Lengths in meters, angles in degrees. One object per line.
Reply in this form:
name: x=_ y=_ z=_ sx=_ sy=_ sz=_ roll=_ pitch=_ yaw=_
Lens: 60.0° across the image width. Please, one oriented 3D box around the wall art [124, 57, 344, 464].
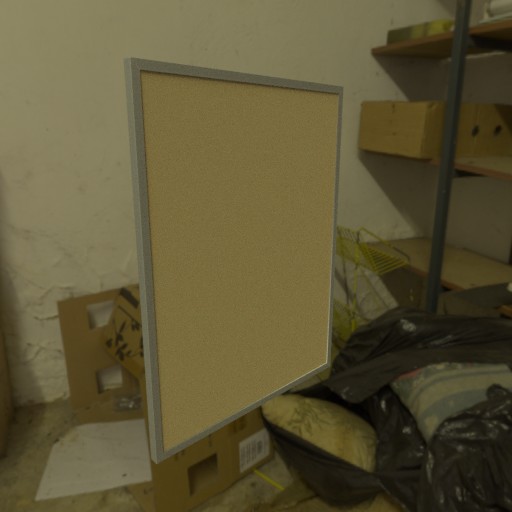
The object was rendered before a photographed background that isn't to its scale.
wall art: x=0.000 y=0.000 z=1.370 sx=0.789 sy=1.042 sz=0.034 roll=-14 pitch=20 yaw=-42
